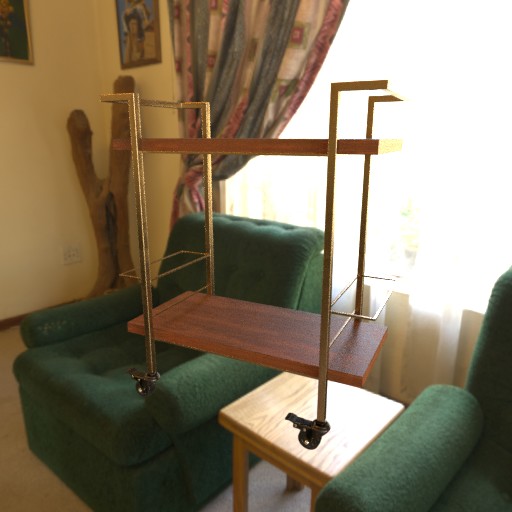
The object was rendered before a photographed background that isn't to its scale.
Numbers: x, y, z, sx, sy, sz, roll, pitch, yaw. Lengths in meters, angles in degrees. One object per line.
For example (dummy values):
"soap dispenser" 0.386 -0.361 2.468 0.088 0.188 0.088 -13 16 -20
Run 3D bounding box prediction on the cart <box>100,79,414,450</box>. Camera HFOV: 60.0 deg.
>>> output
"cart" 0.000 0.000 1.175 0.695 0.807 0.364 7 17 25
